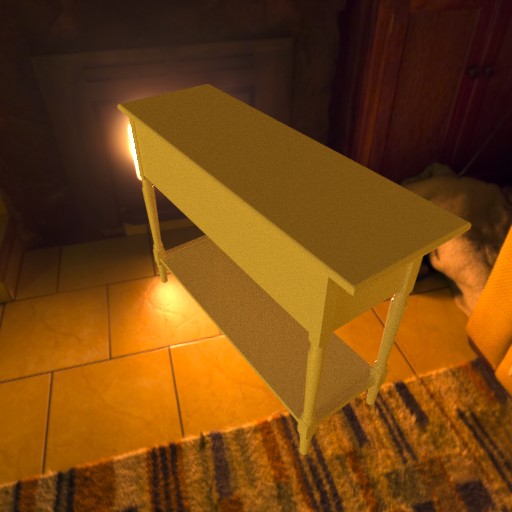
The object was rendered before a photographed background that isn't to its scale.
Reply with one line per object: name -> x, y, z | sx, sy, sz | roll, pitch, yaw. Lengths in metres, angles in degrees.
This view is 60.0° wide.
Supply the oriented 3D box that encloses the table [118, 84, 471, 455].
table -> 0.000, 0.000, 1.572 | 0.386, 0.814, 1.191 | -24, 45, -27
